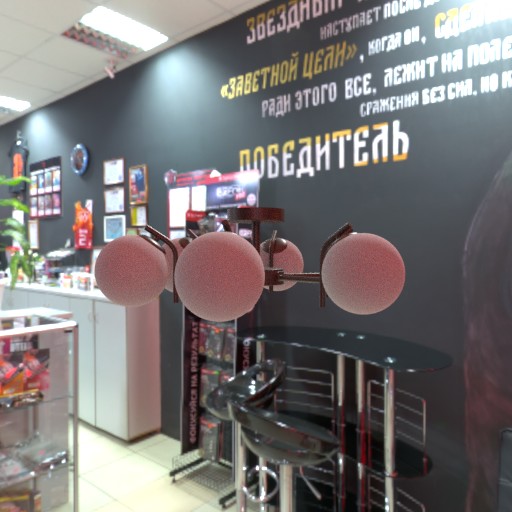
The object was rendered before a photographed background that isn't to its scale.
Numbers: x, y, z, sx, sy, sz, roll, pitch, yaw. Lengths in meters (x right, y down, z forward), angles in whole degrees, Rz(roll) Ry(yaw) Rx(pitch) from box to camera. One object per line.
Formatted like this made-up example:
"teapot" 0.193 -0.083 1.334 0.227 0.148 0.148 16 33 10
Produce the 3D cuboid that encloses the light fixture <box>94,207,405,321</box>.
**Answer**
"light fixture" 0.000 0.000 0.966 0.662 0.201 0.662 0 1 0
